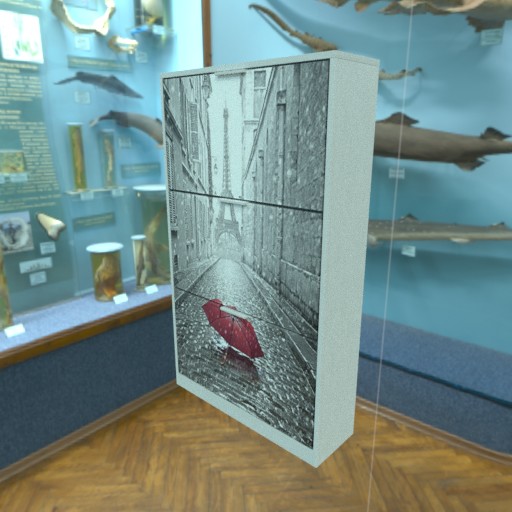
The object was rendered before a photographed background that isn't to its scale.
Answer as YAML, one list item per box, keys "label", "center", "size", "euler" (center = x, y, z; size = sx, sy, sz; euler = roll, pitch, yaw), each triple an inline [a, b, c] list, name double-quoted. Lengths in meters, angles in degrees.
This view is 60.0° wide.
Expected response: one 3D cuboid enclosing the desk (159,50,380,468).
- label: "desk"
  center: [0.000, 0.000, 1.622]
  size: [0.750, 1.280, 0.250]
  euler: [14, 21, 40]
